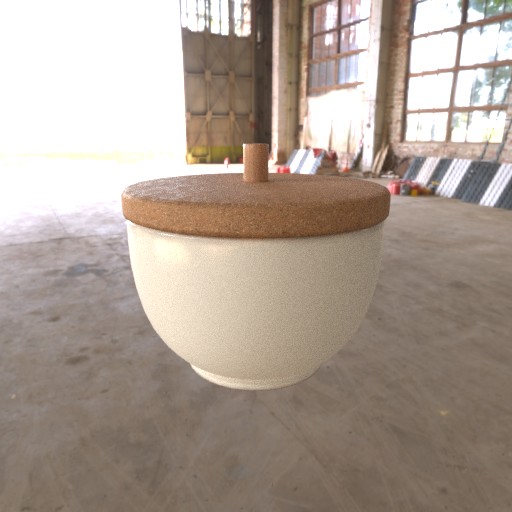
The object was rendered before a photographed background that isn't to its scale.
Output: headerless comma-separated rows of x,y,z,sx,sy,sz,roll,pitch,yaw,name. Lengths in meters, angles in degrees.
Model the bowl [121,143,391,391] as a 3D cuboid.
0.000,0.000,0.225,0.126,0.110,0.126,0,16,0,bowl
